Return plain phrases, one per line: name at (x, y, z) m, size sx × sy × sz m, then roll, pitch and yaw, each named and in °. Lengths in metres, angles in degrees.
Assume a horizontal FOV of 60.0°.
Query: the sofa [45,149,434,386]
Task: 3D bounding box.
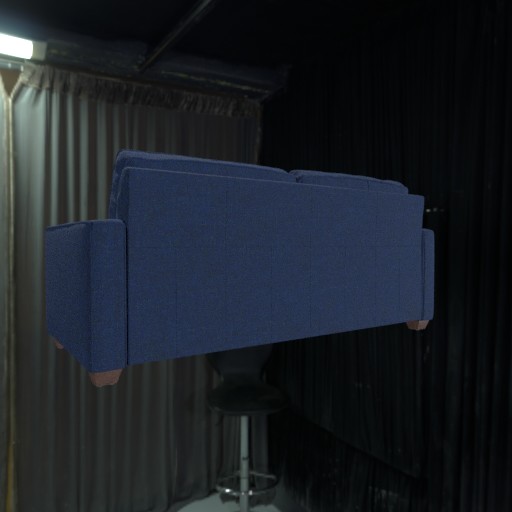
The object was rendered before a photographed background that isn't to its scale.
sofa at (0.000, 0.000, 2.510) m, size 2.080 × 0.919 × 0.940 m, roll -1°, pitch 2°, yaw -34°
